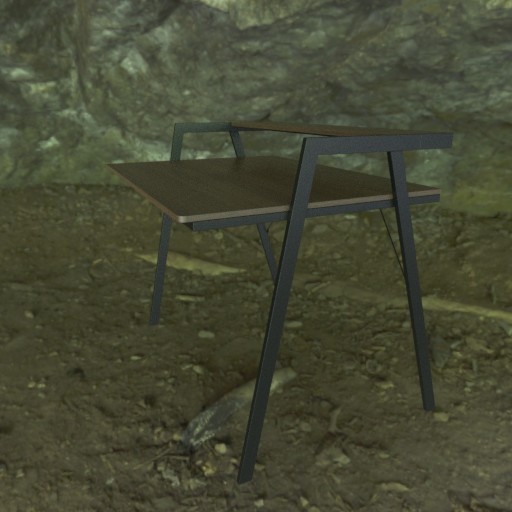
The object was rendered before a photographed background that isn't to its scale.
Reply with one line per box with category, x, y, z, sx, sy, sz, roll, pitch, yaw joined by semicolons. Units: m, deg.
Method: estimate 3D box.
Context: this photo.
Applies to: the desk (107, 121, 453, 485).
desk;0.000;0.000;1.789;0.936;0.998;1.143;-9;21;-25
